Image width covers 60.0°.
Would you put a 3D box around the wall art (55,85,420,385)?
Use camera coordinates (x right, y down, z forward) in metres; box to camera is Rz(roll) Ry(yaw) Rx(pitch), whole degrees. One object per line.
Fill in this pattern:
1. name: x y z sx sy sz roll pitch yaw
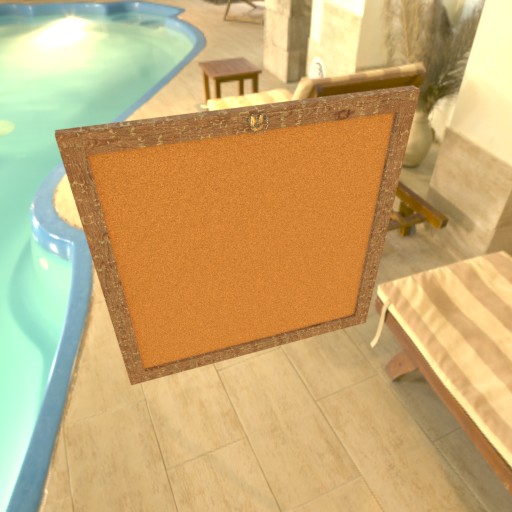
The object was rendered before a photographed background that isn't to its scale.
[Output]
1. wall art: 0.000 0.000 0.564 0.380 0.380 0.022 -12 41 -14
